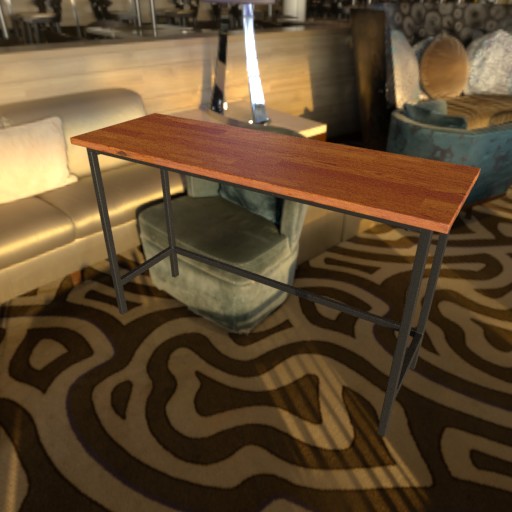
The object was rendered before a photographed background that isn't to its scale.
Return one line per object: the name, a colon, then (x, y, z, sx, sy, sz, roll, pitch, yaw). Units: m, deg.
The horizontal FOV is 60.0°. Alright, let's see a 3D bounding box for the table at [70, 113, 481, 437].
table: (0.000, 0.000, 1.534, 1.204, 0.740, 0.408, 18, 35, 27)
